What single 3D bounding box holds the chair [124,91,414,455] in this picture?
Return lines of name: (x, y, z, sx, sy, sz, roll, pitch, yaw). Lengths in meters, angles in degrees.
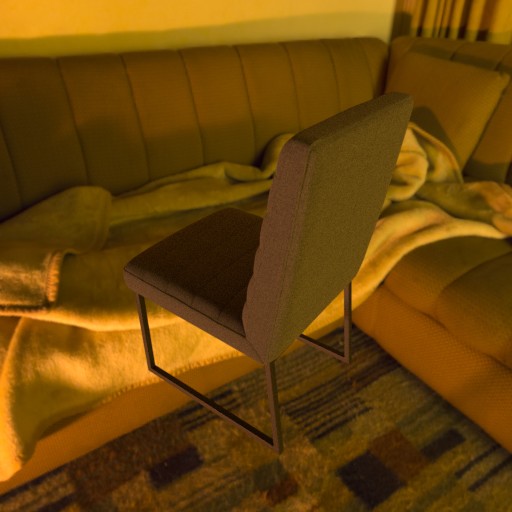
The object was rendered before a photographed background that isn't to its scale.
chair: (0.000, 0.000, 1.317, 0.634, 0.930, 0.520, 21, 37, 30)
